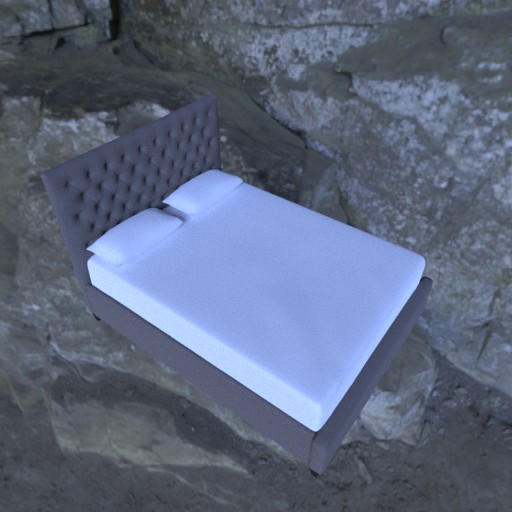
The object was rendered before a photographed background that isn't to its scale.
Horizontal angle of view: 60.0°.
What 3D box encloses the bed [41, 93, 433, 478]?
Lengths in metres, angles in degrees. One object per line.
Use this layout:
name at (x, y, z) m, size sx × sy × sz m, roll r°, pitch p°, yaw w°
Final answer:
bed at (0.000, 0.000, 3.285) m, size 2.233 × 1.426 × 1.696 m, roll 26°, pitch 48°, yaw 27°
